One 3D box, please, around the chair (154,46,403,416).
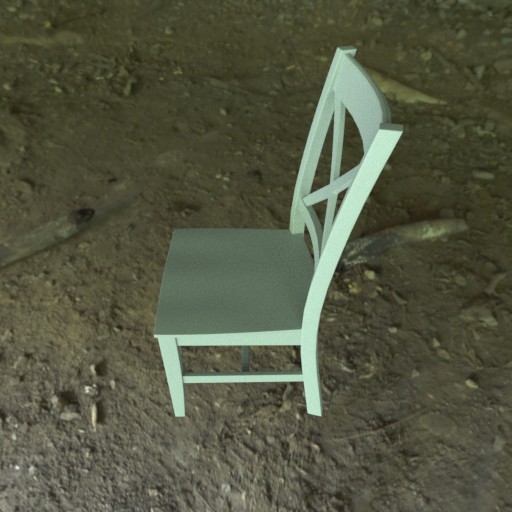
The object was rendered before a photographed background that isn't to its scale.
[{"bbox_3d":[0.000,0.000,1.259,0.542,0.983,0.485,-1,41,-1],"label":"chair"}]
